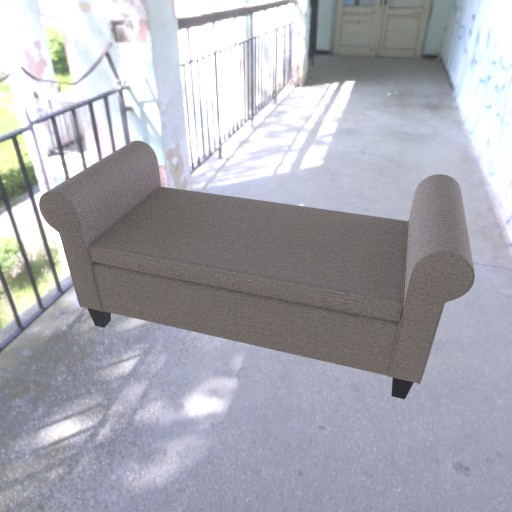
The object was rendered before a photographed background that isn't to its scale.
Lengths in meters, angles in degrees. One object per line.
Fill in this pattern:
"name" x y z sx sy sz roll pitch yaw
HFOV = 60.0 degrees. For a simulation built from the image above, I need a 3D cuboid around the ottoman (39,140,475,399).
"ottoman" 0.000 0.000 1.531 1.256 0.547 0.521 10 34 15
